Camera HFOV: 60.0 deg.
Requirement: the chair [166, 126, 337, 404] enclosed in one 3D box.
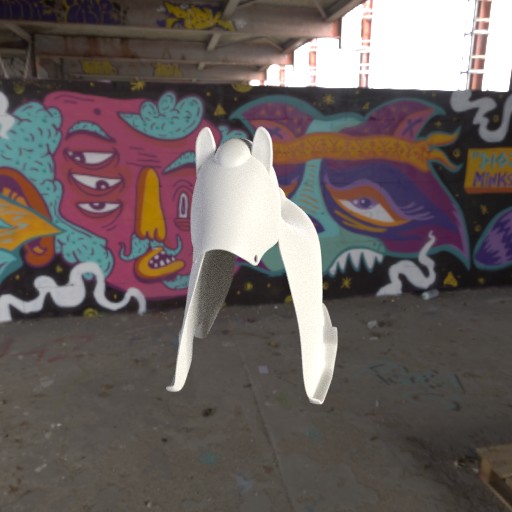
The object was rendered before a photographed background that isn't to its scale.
[{"bbox_3d":[0.000,0.000,1.128,0.429,0.612,0.800,2,14,9],"label":"chair"}]
